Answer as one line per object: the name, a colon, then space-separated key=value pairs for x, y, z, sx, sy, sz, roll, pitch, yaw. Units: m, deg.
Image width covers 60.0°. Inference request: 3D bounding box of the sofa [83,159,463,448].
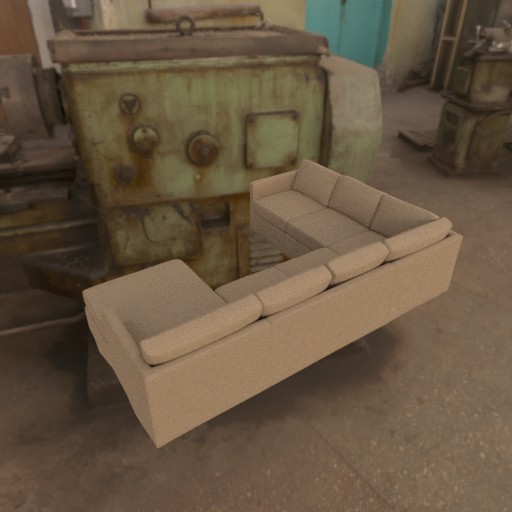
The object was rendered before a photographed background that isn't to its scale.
sofa: x=0.000 y=0.000 z=4.640 sx=3.460 sy=0.882 sz=2.427 roll=-20 pitch=37 yaw=-29
